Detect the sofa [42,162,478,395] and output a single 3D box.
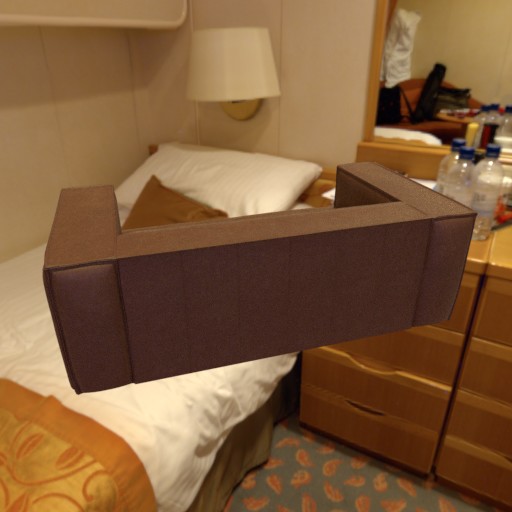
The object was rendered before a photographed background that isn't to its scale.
[{"bbox_3d":[0.000,0.000,2.549,2.088,0.703,1.102,-8,28,-15],"label":"sofa"}]
